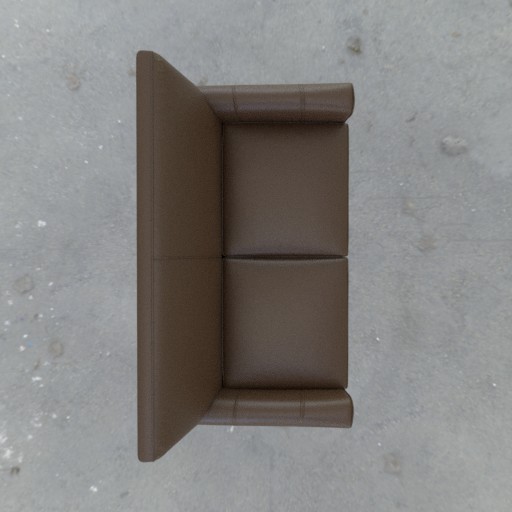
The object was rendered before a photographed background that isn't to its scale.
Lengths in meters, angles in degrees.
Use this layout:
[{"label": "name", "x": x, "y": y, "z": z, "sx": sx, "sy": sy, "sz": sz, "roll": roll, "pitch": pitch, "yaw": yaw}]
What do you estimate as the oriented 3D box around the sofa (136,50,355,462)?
[{"label": "sofa", "x": 0.000, "y": 0.000, "z": 2.000, "sx": 0.853, "sy": 0.859, "sz": 1.468, "roll": 0, "pitch": 91, "yaw": 0}]
